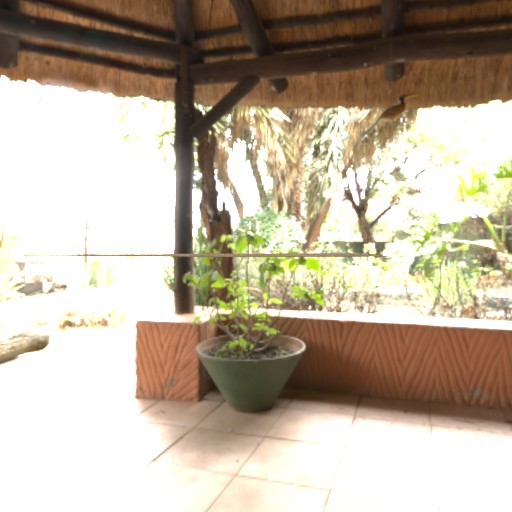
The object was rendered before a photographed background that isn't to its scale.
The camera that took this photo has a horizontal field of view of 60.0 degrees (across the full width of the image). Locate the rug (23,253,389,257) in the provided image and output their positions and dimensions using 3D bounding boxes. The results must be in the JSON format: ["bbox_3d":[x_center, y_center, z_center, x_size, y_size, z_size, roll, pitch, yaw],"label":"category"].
[{"bbox_3d":[0.000,0.000,2.920,1.611,0.008,2.227,0,0,18],"label":"rug"}]
